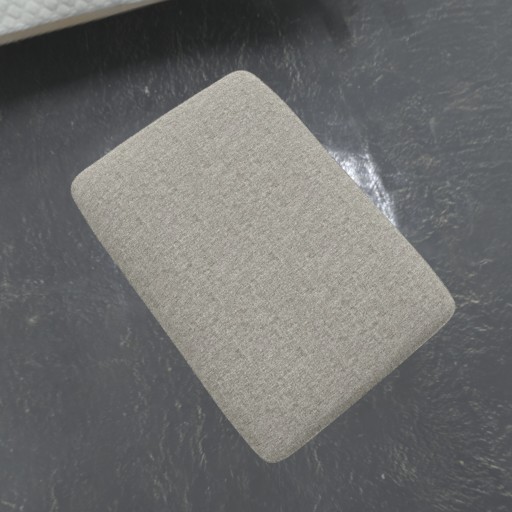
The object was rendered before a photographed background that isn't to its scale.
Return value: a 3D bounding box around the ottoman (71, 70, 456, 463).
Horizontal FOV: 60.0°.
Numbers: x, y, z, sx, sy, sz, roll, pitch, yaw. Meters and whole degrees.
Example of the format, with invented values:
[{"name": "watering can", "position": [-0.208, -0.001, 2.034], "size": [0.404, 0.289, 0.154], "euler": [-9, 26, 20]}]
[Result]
[{"name": "ottoman", "position": [0.000, 0.000, 1.366], "size": [0.694, 0.451, 0.977], "euler": [-37, 78, -9]}]
